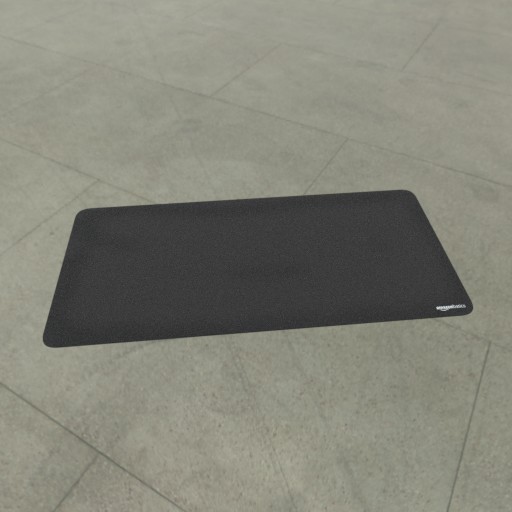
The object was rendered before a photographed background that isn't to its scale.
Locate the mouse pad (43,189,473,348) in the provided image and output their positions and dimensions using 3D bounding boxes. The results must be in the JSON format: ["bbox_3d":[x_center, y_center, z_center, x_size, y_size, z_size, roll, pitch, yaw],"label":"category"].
[{"bbox_3d":[0.000,0.000,1.055,0.907,0.003,0.424,-4,47,-4],"label":"mouse pad"}]
